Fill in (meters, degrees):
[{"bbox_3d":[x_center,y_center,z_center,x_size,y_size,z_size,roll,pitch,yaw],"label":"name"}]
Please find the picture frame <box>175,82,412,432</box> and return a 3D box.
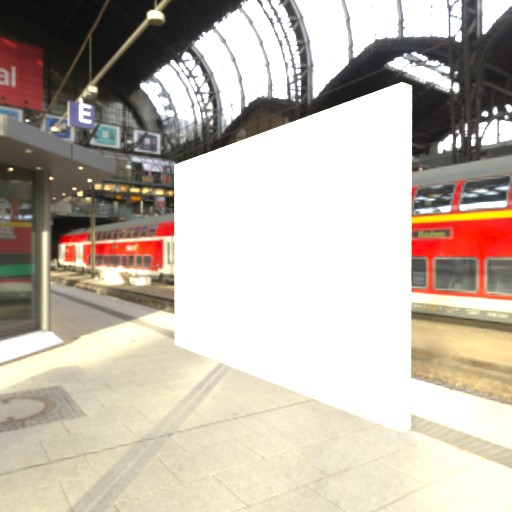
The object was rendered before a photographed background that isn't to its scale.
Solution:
[{"bbox_3d":[0.000,0.000,1.204,0.029,0.640,0.950,0,1,-36],"label":"picture frame"}]
